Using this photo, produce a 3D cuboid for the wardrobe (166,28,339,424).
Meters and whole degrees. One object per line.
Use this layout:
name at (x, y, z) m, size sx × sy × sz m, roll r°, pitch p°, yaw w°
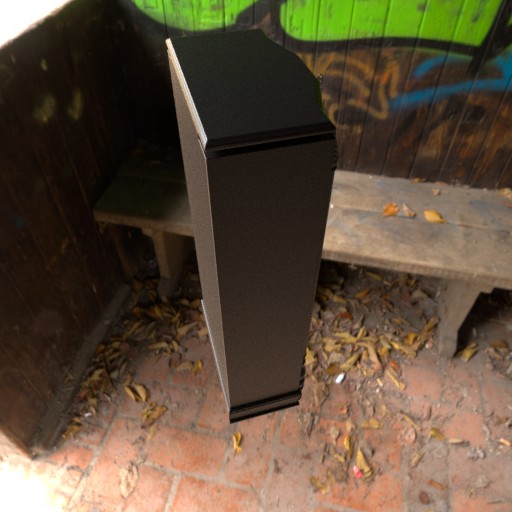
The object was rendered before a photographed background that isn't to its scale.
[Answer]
wardrobe at (0.000, 0.000, 1.199) m, size 0.295 × 1.011 × 0.444 m, roll -12°, pitch 48°, yaw -11°
